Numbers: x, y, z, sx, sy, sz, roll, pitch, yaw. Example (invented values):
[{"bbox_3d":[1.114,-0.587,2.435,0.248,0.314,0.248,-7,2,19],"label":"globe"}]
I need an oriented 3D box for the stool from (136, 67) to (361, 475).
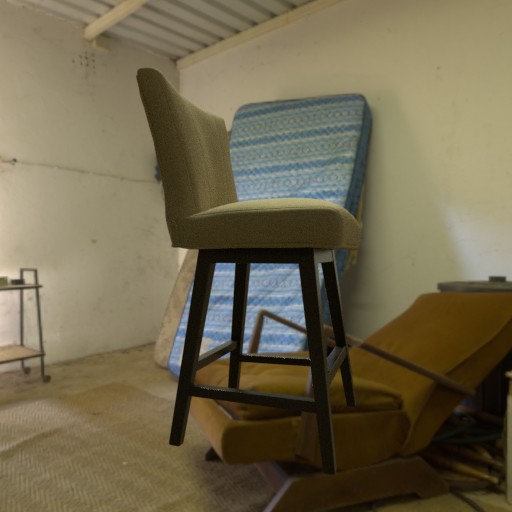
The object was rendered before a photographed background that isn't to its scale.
[{"bbox_3d":[0.000,0.000,1.324,0.574,1.000,0.514,0,0,18],"label":"stool"}]
